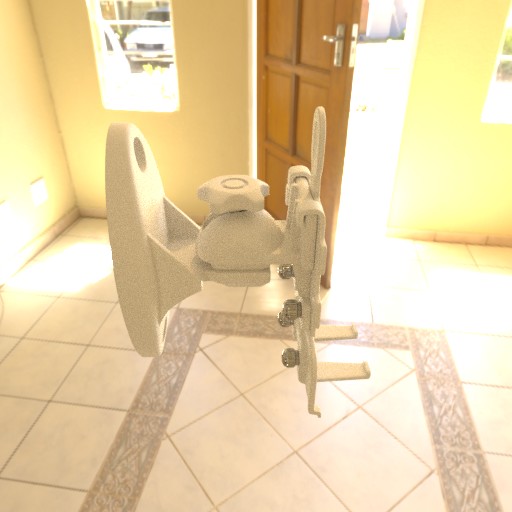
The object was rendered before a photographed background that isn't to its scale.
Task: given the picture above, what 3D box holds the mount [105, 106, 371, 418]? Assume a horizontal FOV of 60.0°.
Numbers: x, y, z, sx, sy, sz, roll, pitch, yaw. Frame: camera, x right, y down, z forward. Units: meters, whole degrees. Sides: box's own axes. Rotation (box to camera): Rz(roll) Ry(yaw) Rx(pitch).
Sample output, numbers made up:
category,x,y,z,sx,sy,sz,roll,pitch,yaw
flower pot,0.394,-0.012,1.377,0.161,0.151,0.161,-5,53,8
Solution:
category,x,y,z,sx,sy,sz,roll,pitch,yaw
mount,0.000,0.000,0.181,0.100,0.118,0.066,-1,31,-1
